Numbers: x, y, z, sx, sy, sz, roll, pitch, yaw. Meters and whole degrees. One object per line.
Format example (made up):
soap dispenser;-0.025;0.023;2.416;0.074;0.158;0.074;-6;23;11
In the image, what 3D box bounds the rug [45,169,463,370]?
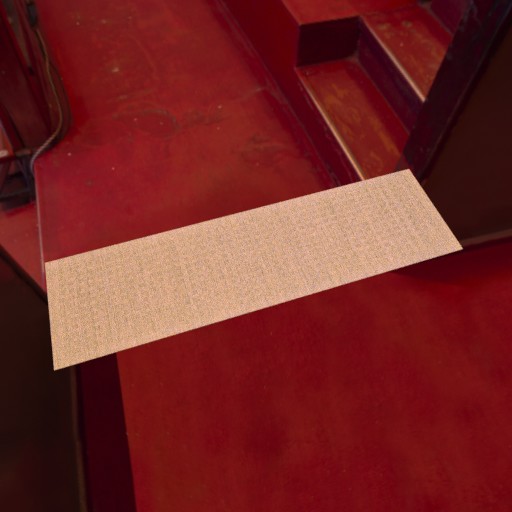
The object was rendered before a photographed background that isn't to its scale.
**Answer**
rug;0.000;0.000;2.684;2.437;0.006;0.686;-15;60;-9
